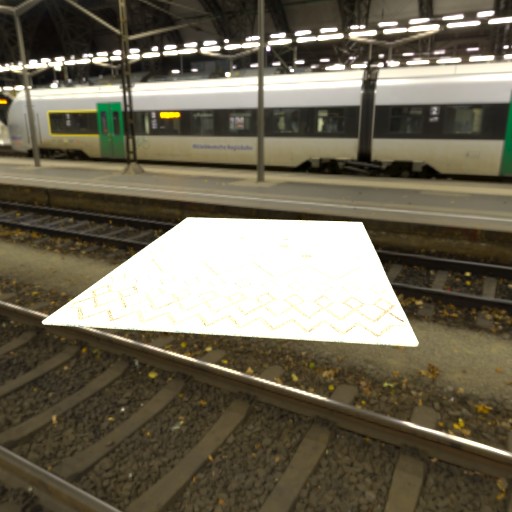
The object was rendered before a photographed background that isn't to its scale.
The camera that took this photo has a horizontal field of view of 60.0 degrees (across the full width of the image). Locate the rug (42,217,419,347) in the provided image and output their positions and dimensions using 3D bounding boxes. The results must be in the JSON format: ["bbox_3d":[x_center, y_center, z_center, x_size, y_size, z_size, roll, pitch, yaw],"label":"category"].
[{"bbox_3d":[0.000,0.000,2.316,1.260,0.009,1.820,2,17,7],"label":"rug"}]
